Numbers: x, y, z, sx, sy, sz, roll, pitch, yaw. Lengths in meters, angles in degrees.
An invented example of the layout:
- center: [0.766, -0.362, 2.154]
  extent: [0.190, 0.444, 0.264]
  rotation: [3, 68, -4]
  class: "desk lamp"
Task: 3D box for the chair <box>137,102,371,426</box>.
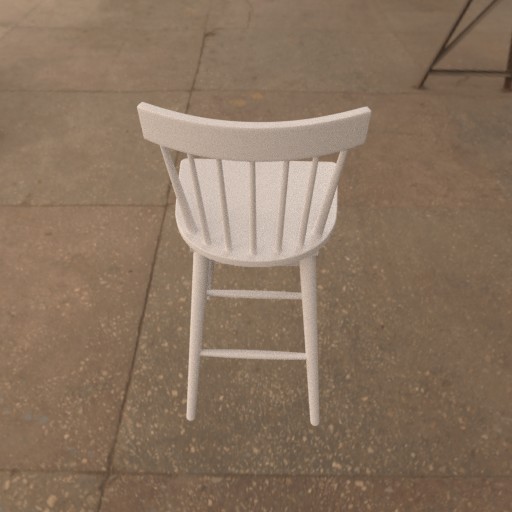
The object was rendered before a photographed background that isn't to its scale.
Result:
- center: [0.000, 0.000, 1.364]
  extent: [0.483, 1.092, 0.572]
  rotation: [2, 45, 2]
  class: "chair"
